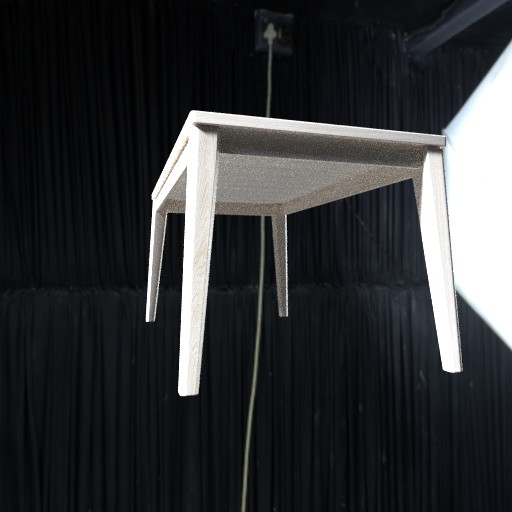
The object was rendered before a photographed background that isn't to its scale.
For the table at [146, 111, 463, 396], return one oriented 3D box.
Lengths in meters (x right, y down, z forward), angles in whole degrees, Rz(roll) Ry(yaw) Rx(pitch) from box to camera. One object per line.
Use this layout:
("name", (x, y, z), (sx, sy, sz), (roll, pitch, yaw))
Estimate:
("table", (0.000, 0.000, 2.053), (0.900, 0.760, 1.600), (0, -1, -17))
